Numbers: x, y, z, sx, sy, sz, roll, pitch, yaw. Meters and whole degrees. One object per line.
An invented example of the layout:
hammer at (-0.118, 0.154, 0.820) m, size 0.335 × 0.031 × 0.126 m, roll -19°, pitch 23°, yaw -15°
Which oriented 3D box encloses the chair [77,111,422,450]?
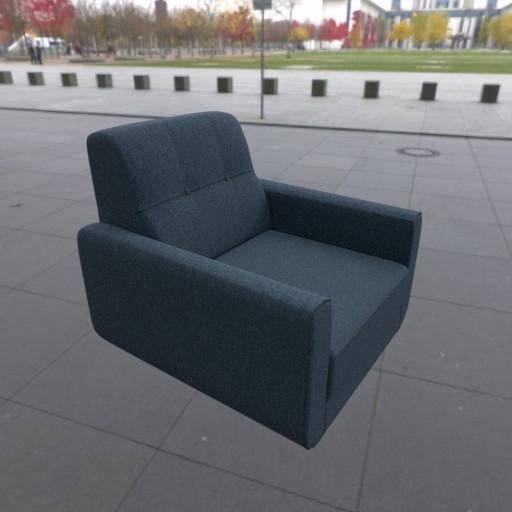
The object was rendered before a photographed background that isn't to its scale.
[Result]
chair at (0.000, 0.000, 1.647) m, size 0.964 × 0.940 × 0.880 m, roll 17°, pitch 30°, yaw 31°
